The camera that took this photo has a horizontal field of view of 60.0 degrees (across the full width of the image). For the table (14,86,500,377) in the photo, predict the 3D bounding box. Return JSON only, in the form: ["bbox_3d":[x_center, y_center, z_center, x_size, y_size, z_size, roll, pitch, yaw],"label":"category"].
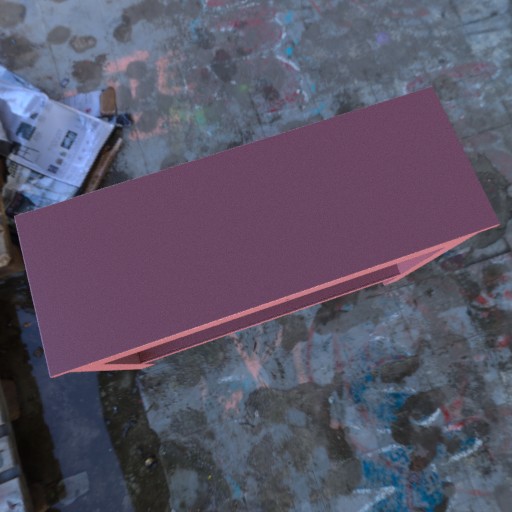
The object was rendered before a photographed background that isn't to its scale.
[{"bbox_3d":[0.000,0.000,1.400,1.068,0.753,0.397,-18,77,-4],"label":"table"}]
